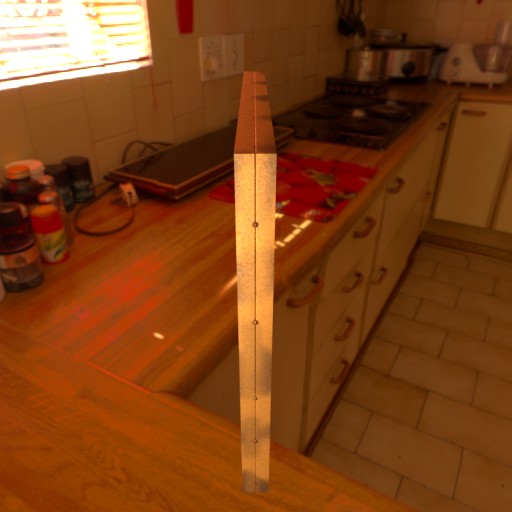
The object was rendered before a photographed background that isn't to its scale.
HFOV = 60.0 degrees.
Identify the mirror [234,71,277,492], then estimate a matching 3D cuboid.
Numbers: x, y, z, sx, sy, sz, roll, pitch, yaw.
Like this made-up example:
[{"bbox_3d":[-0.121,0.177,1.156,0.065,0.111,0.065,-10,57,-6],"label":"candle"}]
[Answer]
[{"bbox_3d":[0.000,0.000,0.742,0.042,0.507,0.509,0,30,0],"label":"mirror"}]
